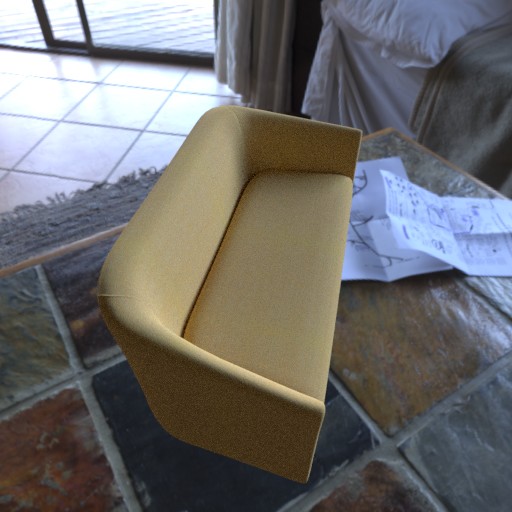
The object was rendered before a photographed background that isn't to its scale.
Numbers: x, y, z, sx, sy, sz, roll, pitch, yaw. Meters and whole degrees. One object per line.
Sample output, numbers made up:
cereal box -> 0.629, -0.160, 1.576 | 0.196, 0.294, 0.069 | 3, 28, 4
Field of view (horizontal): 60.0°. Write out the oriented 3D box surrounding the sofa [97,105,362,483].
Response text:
sofa -> 0.000, 0.000, 1.797 | 0.705, 0.721, 1.452 | 10, 46, 9
